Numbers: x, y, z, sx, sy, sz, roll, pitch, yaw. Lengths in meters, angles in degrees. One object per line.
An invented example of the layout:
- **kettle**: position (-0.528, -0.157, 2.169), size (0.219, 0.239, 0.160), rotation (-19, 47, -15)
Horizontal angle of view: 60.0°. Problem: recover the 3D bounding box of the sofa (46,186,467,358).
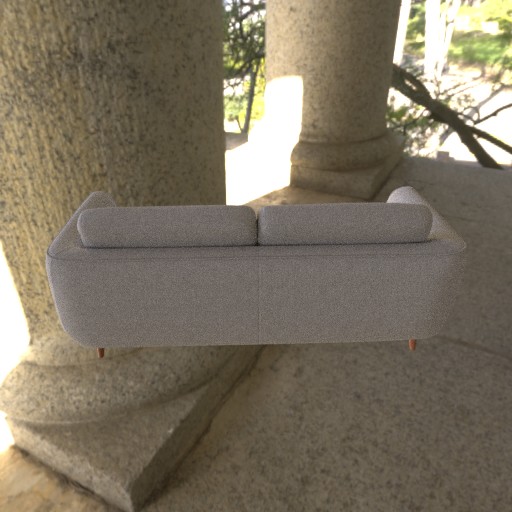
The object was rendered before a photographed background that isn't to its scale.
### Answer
- **sofa**: position (0.000, 0.000, 2.453), size (2.000, 0.850, 0.920), rotation (-1, 30, -2)
